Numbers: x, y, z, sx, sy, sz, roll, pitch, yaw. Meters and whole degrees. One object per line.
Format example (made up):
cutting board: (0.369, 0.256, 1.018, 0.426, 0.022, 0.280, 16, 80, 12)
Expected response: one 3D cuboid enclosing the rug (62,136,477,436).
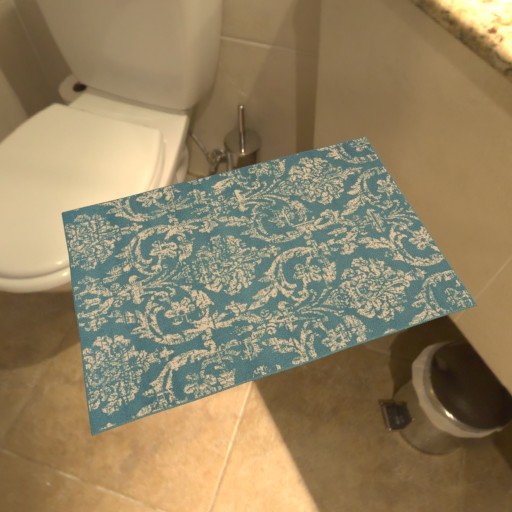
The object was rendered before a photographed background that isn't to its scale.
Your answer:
rug: (0.000, 0.000, 2.273, 1.833, 0.012, 1.211, -16, 59, -10)
